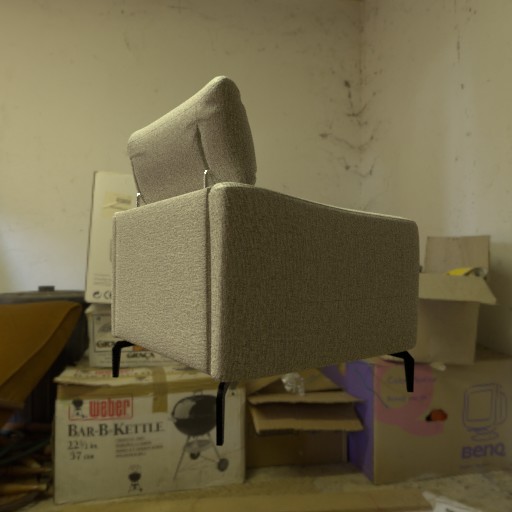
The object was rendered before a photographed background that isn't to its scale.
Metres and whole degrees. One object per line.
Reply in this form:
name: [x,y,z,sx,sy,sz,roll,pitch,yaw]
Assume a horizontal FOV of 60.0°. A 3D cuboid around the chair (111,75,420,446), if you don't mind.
chair: [0.000,0.000,1.686,0.835,0.967,0.972,1,-1,-36]
